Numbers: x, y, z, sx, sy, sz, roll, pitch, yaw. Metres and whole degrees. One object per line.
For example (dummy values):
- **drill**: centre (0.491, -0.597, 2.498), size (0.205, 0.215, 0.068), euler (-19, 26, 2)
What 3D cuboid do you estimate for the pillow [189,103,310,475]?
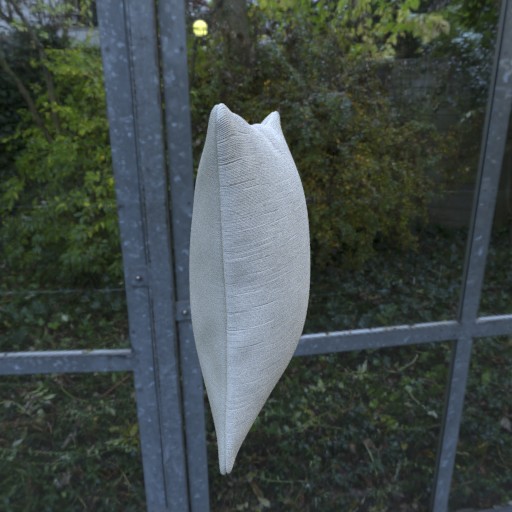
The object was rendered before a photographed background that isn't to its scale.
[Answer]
- **pillow**: centre (0.000, 0.000, 0.663), size (0.162, 0.420, 0.437), euler (3, 17, 9)
